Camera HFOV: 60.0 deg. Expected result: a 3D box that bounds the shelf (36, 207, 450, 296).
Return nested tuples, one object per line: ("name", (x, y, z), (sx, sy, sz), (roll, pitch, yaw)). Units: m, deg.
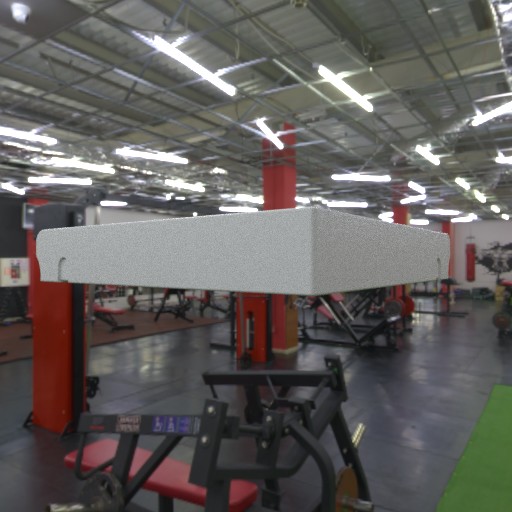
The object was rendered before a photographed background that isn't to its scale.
("shelf", (0.000, 0.000, 0.462), (0.310, 0.050, 0.310), (-1, -1, 36))
